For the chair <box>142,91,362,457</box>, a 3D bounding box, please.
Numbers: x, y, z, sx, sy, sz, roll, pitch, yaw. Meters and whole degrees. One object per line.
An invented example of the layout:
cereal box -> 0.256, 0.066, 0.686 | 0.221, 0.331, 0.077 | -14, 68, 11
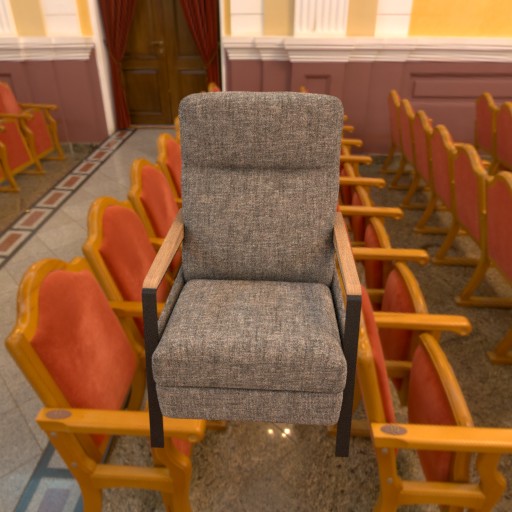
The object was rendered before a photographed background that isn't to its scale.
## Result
chair -> 0.000, 0.000, 1.621 | 0.671, 1.042, 0.868 | 2, 30, 3
